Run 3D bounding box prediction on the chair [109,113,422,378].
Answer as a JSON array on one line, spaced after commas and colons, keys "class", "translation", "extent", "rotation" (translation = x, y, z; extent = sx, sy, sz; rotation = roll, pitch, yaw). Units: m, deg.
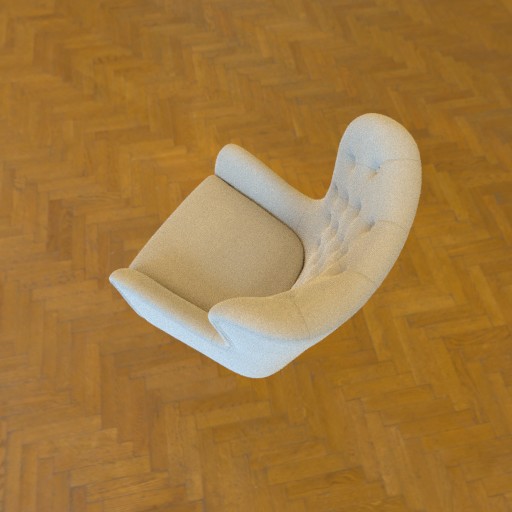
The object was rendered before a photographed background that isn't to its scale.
[{"class": "chair", "translation": [0.000, 0.000, 1.757], "extent": [0.929, 1.079, 0.831], "rotation": [30, 67, 15]}]
